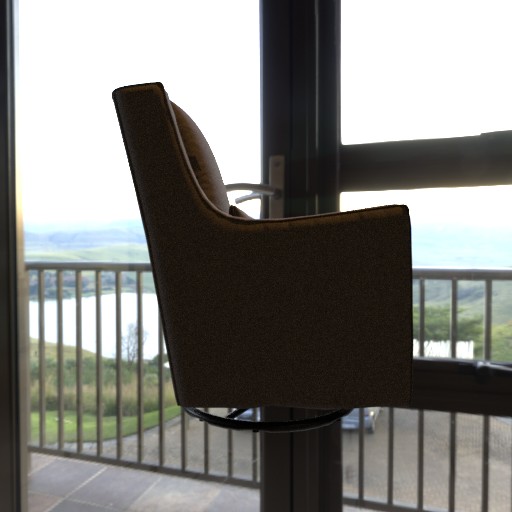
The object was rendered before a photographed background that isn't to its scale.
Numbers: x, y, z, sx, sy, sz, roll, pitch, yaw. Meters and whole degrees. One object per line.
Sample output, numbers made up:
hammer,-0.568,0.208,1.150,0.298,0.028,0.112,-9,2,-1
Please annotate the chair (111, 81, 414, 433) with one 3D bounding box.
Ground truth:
chair,0.000,0.000,1.542,0.879,0.993,0.732,0,1,-1
